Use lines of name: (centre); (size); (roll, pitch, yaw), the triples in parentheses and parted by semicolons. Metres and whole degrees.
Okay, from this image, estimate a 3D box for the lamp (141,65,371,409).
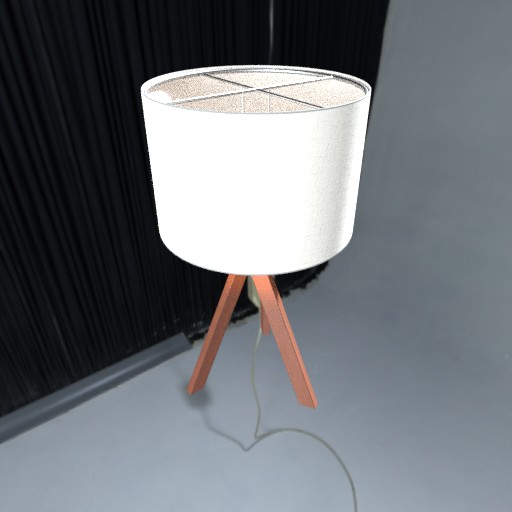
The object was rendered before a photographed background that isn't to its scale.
lamp: (0.000, 0.000, 0.931); (0.380, 0.686, 0.380); (-22, 38, -30)
